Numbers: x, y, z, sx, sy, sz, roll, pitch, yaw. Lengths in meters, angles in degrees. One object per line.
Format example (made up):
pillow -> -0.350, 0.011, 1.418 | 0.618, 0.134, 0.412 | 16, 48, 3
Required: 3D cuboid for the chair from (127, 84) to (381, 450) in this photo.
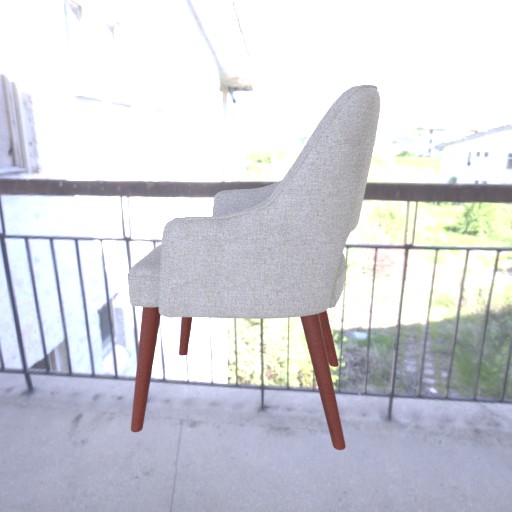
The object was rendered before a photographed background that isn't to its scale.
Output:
chair -> 0.000, 0.000, 1.211 | 0.605, 0.849, 0.548 | 2, 16, 8
